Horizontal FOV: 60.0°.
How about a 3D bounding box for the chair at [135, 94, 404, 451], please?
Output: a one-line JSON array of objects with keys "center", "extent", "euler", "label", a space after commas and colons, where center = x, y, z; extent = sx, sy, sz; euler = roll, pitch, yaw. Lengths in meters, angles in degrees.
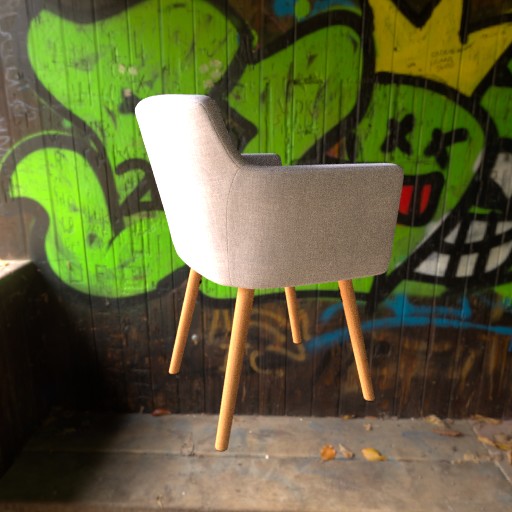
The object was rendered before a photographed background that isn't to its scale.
[{"center": [0.000, 0.000, 1.167], "extent": [0.540, 0.780, 0.570], "euler": [-8, 17, -26], "label": "chair"}]
